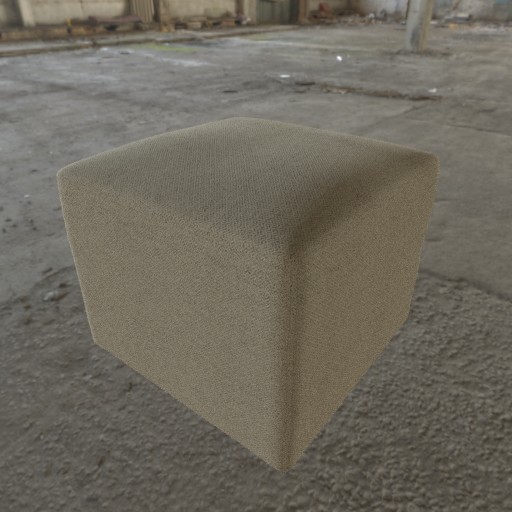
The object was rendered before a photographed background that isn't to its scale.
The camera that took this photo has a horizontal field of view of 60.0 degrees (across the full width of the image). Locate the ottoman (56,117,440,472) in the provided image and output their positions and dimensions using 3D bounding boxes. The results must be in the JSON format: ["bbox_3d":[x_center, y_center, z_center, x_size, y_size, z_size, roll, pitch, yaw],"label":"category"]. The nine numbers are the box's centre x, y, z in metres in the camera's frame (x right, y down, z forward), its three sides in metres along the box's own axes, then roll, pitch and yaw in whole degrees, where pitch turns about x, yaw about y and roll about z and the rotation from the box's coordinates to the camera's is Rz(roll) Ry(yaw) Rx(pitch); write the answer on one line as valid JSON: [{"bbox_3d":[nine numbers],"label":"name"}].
[{"bbox_3d":[0.000,0.000,0.898,0.521,0.453,0.512,22,37,32],"label":"ottoman"}]
